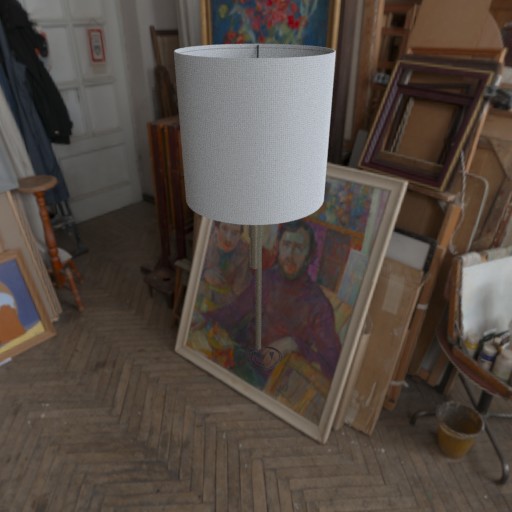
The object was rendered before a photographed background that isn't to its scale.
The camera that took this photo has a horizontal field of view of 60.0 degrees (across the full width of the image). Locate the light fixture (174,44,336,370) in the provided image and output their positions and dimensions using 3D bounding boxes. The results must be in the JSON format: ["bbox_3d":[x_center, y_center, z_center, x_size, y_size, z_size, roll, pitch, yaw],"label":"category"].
[{"bbox_3d":[0.000,0.000,0.691,0.188,0.589,0.248,1,30,2],"label":"light fixture"}]
